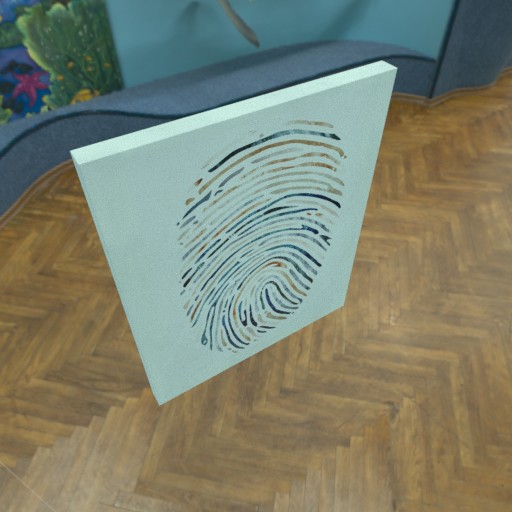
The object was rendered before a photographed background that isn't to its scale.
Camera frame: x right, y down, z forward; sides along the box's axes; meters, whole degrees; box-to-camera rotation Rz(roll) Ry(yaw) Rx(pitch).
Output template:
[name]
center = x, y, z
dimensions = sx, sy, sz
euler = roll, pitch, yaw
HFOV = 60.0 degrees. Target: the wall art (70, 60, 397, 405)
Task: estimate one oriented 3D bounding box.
[wall art]
center = 0.000, 0.000, 0.834
dimensions = 0.508, 0.606, 0.037
euler = -24, 50, -22
